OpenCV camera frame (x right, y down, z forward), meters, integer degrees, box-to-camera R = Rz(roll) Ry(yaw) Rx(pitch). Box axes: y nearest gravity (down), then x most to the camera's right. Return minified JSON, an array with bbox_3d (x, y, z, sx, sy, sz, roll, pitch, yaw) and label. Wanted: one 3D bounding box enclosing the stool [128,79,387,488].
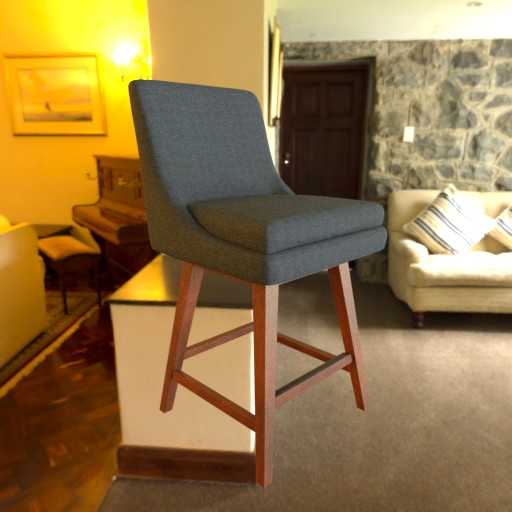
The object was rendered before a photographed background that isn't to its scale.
[{"bbox_3d":[0.000,0.000,1.179,0.467,0.895,0.524,-14,20,-43],"label":"stool"}]
